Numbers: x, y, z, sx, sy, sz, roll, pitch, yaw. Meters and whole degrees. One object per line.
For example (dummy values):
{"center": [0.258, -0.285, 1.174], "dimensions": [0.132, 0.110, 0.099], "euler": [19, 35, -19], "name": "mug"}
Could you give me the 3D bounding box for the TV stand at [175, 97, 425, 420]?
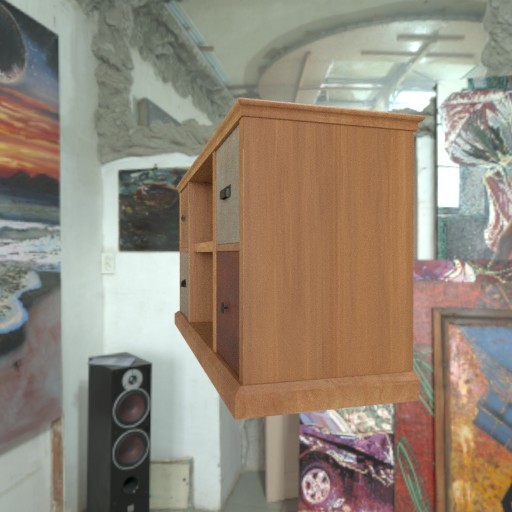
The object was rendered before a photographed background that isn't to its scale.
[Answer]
{"center": [0.000, 0.000, 1.455], "dimensions": [0.417, 0.607, 1.181], "euler": [0, 0, -16], "name": "TV stand"}
